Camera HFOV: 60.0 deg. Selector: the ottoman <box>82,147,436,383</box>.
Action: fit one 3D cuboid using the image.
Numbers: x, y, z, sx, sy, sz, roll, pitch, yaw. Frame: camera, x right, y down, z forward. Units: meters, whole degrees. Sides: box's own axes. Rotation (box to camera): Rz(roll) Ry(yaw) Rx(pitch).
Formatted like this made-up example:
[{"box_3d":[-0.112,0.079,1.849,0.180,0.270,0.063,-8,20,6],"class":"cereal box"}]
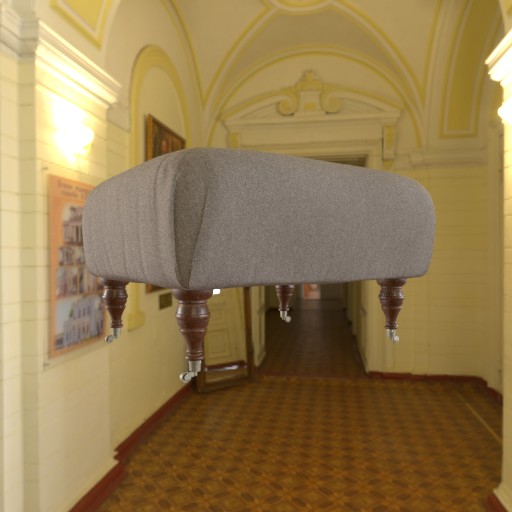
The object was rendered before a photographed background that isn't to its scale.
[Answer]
[{"box_3d":[0.000,0.000,1.142,0.747,0.450,0.622,0,0,-36],"class":"ottoman"}]
